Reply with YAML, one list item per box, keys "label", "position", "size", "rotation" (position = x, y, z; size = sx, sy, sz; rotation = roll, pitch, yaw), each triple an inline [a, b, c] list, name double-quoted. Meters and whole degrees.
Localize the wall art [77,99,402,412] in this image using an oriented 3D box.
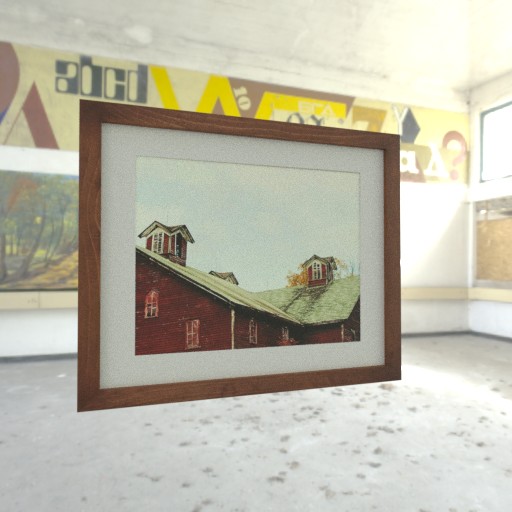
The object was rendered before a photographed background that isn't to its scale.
- label: "wall art"
  position: [0.000, 0.000, 0.751]
  size: [0.558, 0.457, 0.033]
  rotation: [0, -1, -19]
